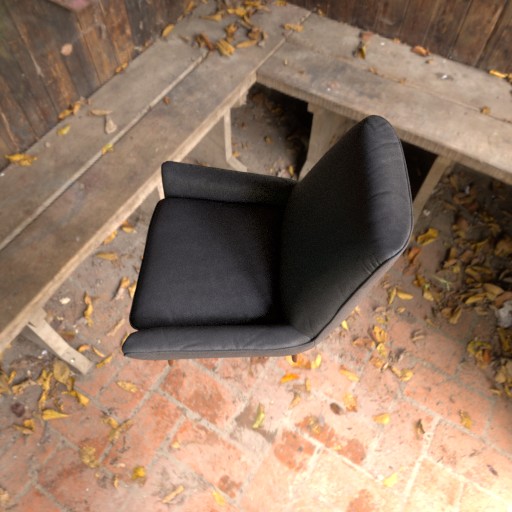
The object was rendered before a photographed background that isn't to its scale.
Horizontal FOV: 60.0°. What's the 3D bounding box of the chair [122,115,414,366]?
[{"bbox_3d":[0.000,0.000,1.559,0.822,0.888,0.787,3,59,2],"label":"chair"}]
